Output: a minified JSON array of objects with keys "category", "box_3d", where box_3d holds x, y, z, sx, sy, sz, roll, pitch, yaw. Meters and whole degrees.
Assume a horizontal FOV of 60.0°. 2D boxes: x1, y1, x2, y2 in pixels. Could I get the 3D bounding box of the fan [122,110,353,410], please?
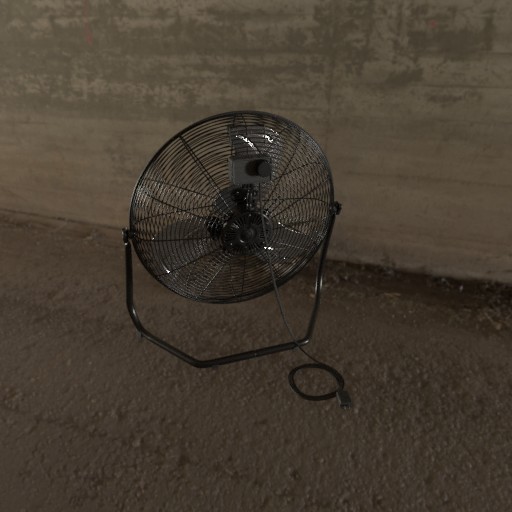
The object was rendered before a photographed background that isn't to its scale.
[{"category":"fan","box_3d":[0.000,0.000,1.008,0.595,0.605,0.470,-9,29,-17]}]
